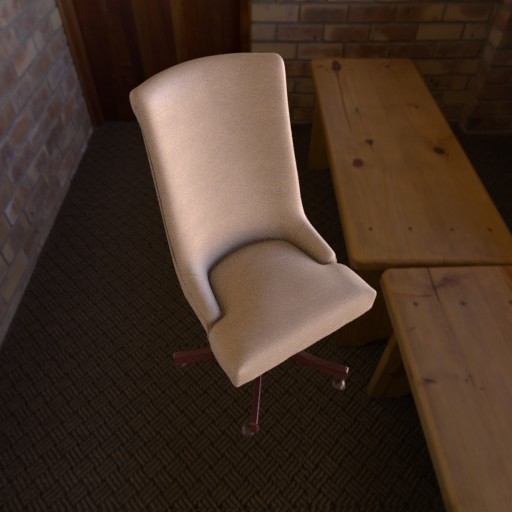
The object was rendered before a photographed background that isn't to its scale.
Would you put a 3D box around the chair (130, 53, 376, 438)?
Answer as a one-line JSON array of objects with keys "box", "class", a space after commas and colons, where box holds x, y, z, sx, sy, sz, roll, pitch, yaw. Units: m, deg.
[{"box": [0.000, 0.000, 1.406, 0.645, 1.010, 0.696, -25, 51, -22], "class": "chair"}]
